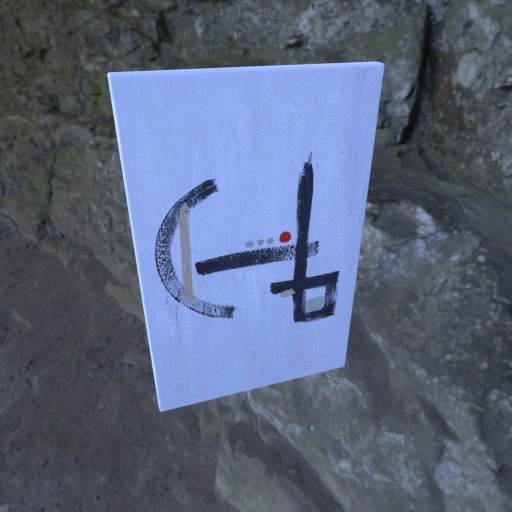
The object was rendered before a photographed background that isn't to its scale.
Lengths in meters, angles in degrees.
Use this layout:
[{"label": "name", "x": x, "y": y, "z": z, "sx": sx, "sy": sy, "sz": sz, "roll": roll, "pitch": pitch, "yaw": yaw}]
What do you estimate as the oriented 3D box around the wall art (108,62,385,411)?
[{"label": "wall art", "x": 0.000, "y": 0.000, "z": 1.162, "sx": 0.602, "sy": 0.916, "sz": 0.048, "roll": -9, "pitch": 31, "yaw": -16}]
